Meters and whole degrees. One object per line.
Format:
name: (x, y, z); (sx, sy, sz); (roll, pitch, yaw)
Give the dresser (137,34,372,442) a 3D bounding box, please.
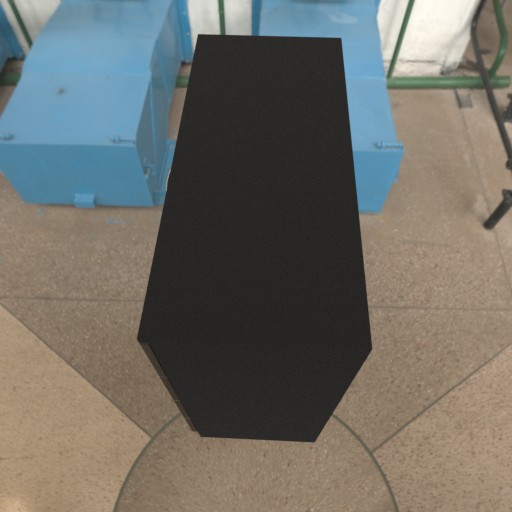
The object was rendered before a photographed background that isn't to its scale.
dresser: (0.000, 0.000, 1.127); (0.360, 0.720, 0.750); (2, 58, 1)
